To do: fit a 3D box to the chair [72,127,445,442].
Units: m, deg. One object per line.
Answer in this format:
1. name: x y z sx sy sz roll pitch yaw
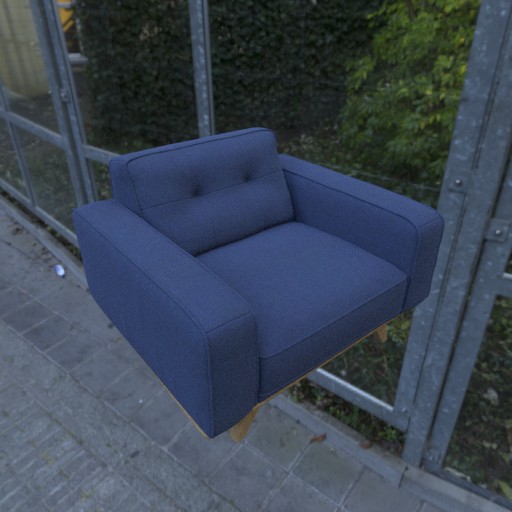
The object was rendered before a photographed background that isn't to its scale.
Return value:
1. chair: 0.000 0.000 1.765 1.118 0.783 0.953 -22 37 -33
